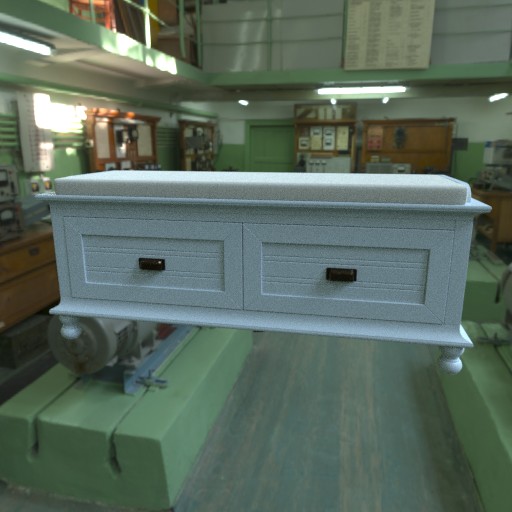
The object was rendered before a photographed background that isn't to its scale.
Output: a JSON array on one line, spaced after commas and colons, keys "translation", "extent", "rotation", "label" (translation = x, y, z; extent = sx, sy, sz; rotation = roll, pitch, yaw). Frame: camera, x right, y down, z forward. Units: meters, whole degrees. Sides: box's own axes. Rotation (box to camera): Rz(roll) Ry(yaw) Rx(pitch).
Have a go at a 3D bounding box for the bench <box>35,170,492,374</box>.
[{"translation": [0.000, 0.000, 1.369], "extent": [1.185, 0.486, 0.402], "rotation": [3, 15, 11], "label": "bench"}]
